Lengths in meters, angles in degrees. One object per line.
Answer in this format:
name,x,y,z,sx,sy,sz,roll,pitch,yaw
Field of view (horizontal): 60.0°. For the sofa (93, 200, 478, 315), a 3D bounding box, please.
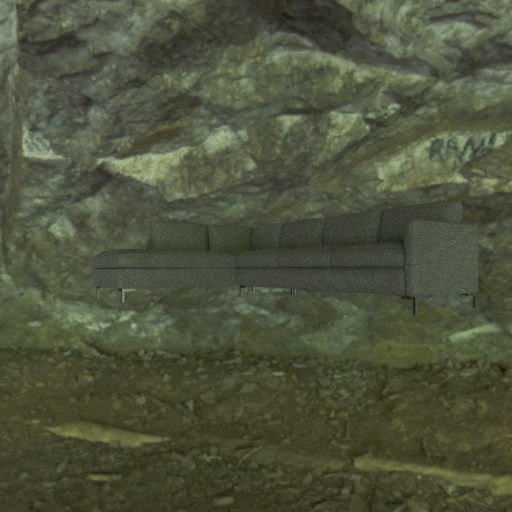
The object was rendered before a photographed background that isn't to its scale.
sofa,0.000,0.000,3.884,2.007,0.815,2.949,1,-2,-35
